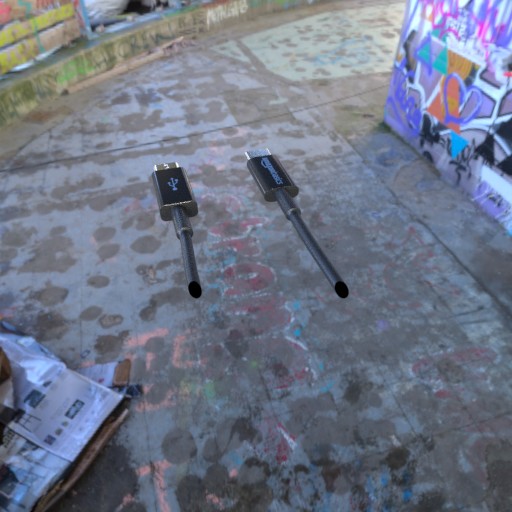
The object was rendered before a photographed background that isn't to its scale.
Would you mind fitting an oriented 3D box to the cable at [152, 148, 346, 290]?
[{"bbox_3d":[0.000,0.000,0.109,0.040,0.006,0.098,-11,43,-12],"label":"cable"}]
